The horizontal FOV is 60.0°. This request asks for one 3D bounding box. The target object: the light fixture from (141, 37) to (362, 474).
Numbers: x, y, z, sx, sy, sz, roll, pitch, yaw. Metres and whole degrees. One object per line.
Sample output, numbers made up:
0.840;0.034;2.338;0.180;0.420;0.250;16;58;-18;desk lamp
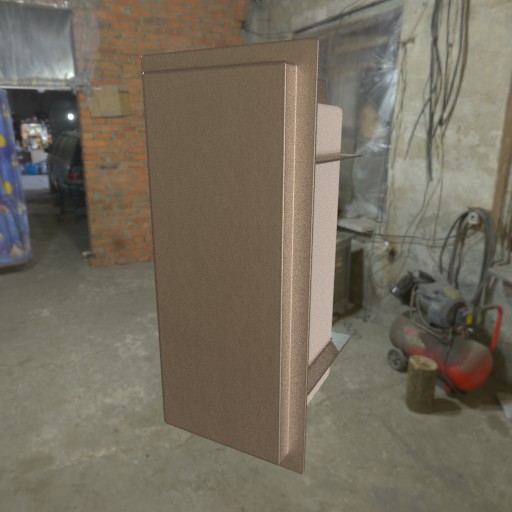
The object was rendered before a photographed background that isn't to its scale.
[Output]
0.000;0.000;0.461;0.168;0.380;0.160;8;18;27;light fixture
